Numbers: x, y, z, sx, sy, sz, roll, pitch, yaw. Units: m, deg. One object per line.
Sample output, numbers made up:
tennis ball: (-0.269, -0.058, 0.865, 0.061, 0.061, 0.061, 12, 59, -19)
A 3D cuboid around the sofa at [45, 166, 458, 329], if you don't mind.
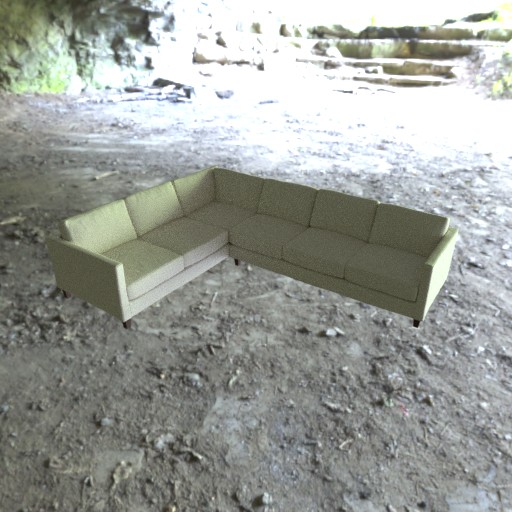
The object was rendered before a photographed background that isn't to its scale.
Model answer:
sofa: (0.000, 0.000, 4.363, 3.182, 0.863, 2.432, 18, 33, 30)
